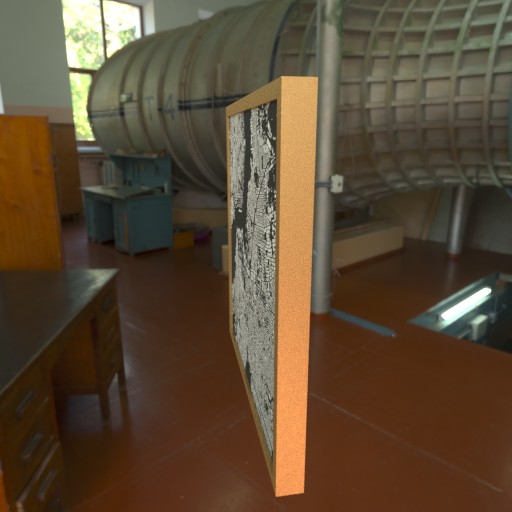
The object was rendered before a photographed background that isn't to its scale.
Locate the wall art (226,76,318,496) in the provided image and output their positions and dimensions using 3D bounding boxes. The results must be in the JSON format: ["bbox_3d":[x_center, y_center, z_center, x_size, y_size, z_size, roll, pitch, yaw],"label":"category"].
[{"bbox_3d":[0.000,0.000,1.900,0.095,1.284,1.284,-3,15,-10],"label":"wall art"}]
